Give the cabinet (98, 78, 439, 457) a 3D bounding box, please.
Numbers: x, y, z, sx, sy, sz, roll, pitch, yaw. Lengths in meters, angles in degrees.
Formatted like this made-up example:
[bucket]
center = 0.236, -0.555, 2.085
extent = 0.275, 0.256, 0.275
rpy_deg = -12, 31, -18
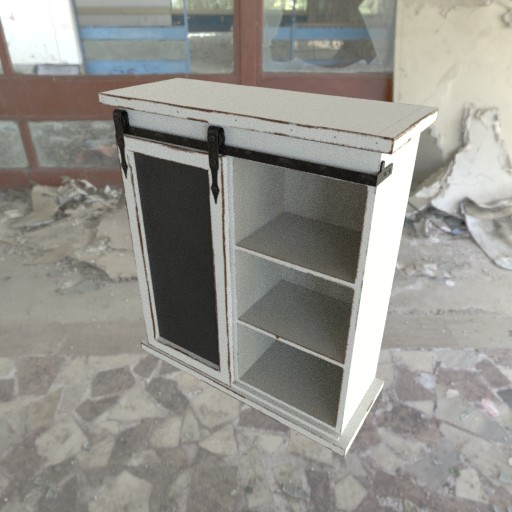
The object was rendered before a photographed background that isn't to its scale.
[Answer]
[cabinet]
center = 0.000, 0.000, 0.891
extent = 0.541, 0.603, 0.210
rpy_deg = 19, 35, 29
